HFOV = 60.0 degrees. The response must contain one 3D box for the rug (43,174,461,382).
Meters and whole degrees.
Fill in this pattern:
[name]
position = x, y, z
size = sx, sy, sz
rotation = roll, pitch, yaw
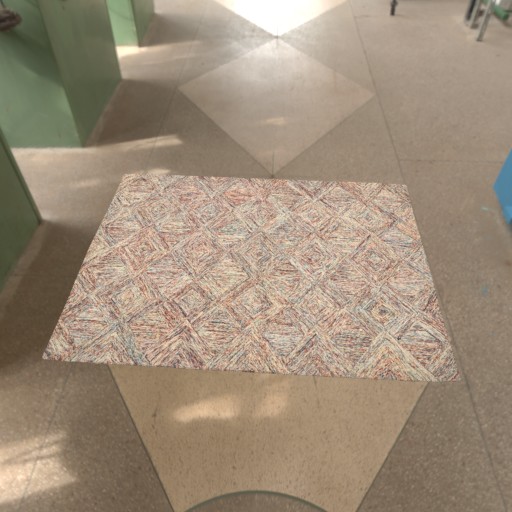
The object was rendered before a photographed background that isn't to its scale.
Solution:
[rug]
position = 0.000, 0.000, 4.208
size = 3.226, 0.024, 2.436
rotation = 3, 46, 2
